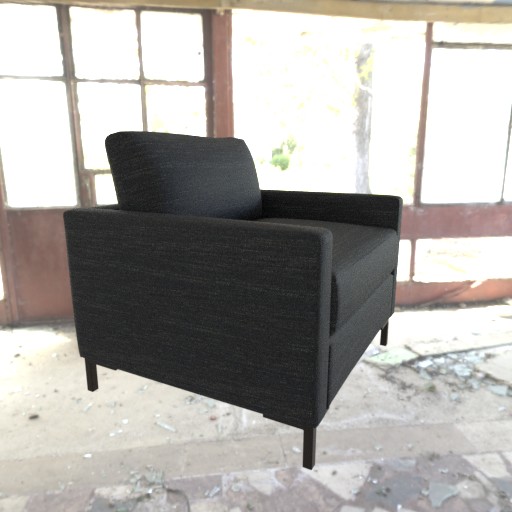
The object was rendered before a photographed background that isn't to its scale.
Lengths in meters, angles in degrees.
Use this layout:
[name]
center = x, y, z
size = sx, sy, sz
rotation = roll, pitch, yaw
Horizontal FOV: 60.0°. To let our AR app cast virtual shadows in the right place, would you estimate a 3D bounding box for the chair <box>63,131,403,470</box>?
[chair]
center = 0.000, 0.000, 1.601
size = 0.866, 0.861, 0.963
rotation = 7, 15, 28
